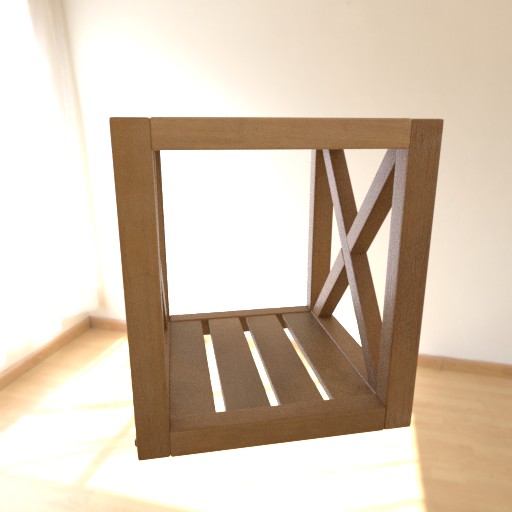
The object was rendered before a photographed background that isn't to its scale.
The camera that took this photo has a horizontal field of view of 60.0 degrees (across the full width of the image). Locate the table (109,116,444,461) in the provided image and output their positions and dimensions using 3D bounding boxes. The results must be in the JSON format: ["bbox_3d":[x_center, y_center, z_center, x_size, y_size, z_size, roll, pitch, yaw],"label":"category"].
[{"bbox_3d":[0.000,0.000,1.048,0.558,0.610,0.559,-3,16,-10],"label":"table"}]
